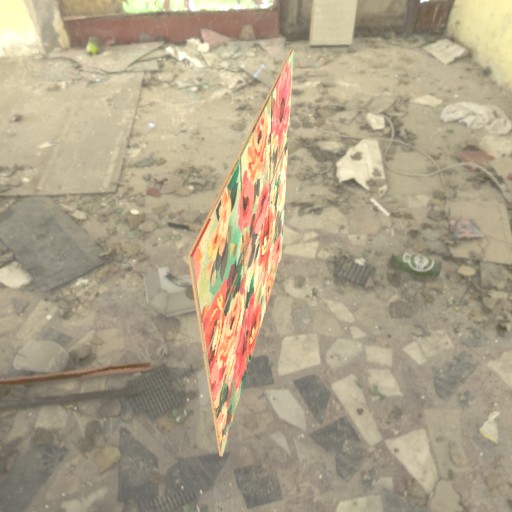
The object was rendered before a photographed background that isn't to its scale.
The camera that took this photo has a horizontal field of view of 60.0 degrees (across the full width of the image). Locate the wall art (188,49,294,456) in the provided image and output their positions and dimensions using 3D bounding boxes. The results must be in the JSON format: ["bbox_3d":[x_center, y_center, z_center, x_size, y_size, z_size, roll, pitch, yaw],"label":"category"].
[{"bbox_3d":[0.000,0.000,1.845,0.013,1.220,1.216,10,47,10],"label":"wall art"}]
